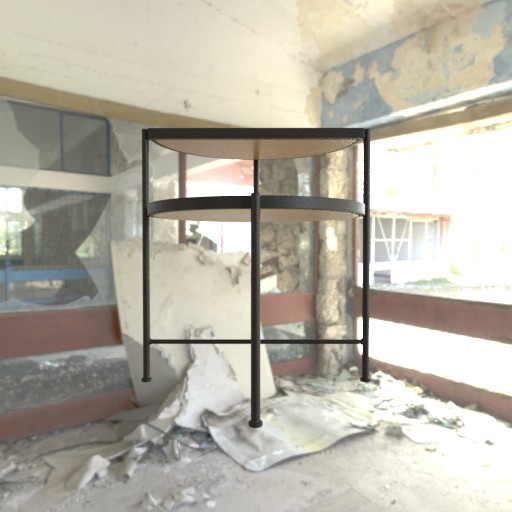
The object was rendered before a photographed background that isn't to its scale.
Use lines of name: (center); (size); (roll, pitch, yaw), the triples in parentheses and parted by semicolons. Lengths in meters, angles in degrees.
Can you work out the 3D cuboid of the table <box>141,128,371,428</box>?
table: (0.000, 0.000, 1.206); (0.629, 0.684, 0.628); (0, 1, 0)
